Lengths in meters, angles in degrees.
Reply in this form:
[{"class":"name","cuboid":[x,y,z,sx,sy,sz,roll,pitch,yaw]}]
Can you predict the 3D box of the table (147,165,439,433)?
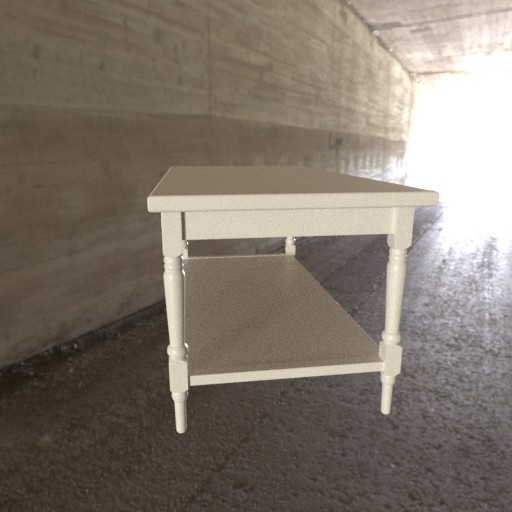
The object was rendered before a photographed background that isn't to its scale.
[{"class":"table","cuboid":[0.000,0.000,1.406,0.550,0.510,1.107,-2,14,-8]}]
